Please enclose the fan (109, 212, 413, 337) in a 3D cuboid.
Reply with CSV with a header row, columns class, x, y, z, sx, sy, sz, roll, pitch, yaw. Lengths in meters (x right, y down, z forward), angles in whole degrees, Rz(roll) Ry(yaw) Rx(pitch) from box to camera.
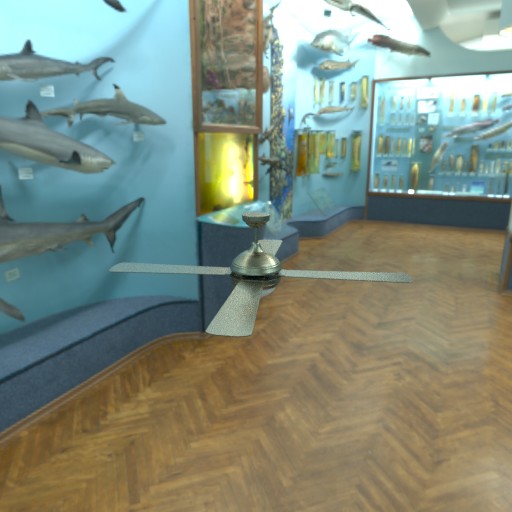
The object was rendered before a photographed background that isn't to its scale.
class,x,y,z,sx,sy,sz,roll,pitch,yaw
fan,0.000,0.000,2.015,1.321,0.381,1.321,8,16,27
